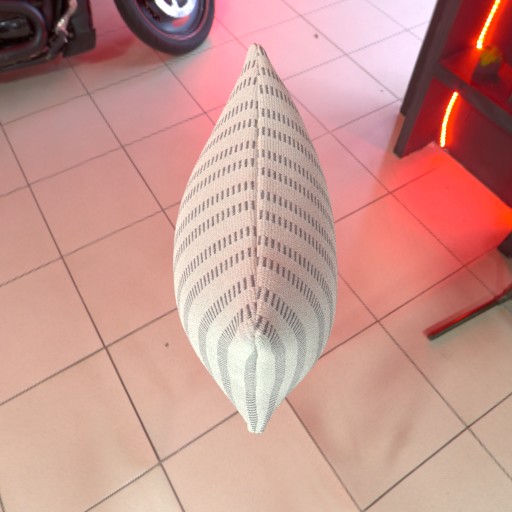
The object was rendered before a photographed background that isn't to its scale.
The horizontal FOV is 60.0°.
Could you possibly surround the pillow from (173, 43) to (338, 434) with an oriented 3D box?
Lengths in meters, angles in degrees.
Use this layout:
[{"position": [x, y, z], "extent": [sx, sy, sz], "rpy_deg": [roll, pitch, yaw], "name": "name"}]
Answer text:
[{"position": [0.000, 0.000, 0.669], "extent": [0.247, 0.419, 0.438], "rpy_deg": [0, 58, 0], "name": "pillow"}]
